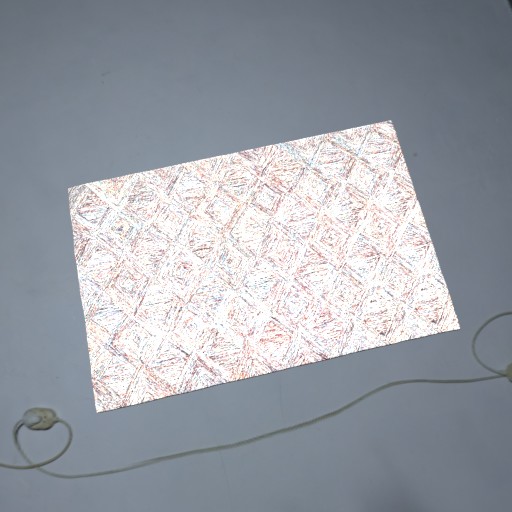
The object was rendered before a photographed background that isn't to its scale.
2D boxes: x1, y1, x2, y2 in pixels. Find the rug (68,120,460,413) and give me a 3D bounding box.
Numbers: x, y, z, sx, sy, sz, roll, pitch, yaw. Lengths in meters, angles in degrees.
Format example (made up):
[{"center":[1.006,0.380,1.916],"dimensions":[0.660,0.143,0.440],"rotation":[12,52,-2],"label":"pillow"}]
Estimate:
[{"center":[0.000,0.000,2.211],"dimensions":[1.761,0.014,1.143],"rotation":[-12,77,-3],"label":"rug"}]
